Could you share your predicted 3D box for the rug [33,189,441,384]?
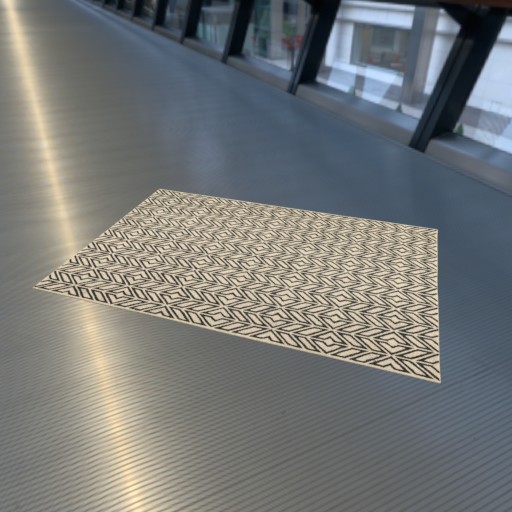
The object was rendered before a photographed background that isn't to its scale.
[{"bbox_3d":[0.000,0.000,2.346,1.828,0.007,1.220,10,34,16],"label":"rug"}]
